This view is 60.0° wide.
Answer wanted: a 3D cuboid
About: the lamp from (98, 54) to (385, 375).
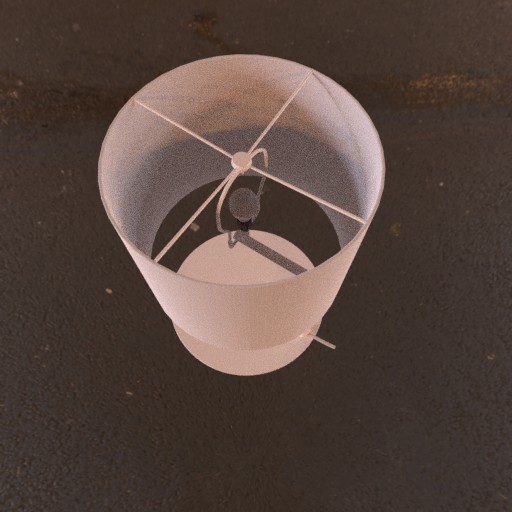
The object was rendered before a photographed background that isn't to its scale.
[{"bbox_3d":[0.000,0.000,0.666,0.341,0.454,0.299,31,68,14],"label":"lamp"}]
